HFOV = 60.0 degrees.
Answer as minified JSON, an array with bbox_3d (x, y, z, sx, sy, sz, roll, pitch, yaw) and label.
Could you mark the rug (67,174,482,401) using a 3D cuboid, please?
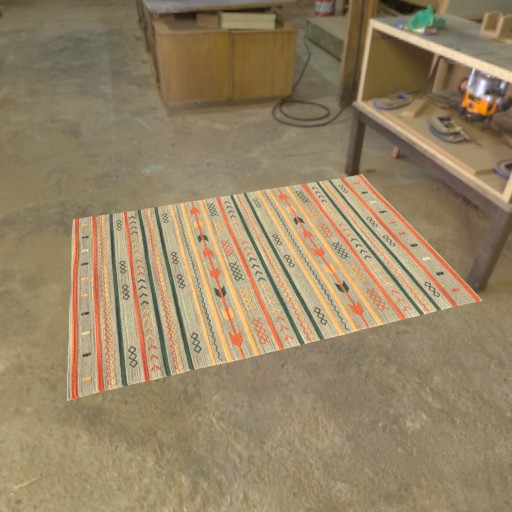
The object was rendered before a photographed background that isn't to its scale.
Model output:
[{"bbox_3d":[0.000,0.000,2.300,1.835,0.017,1.220,-11,41,-13],"label":"rug"}]
